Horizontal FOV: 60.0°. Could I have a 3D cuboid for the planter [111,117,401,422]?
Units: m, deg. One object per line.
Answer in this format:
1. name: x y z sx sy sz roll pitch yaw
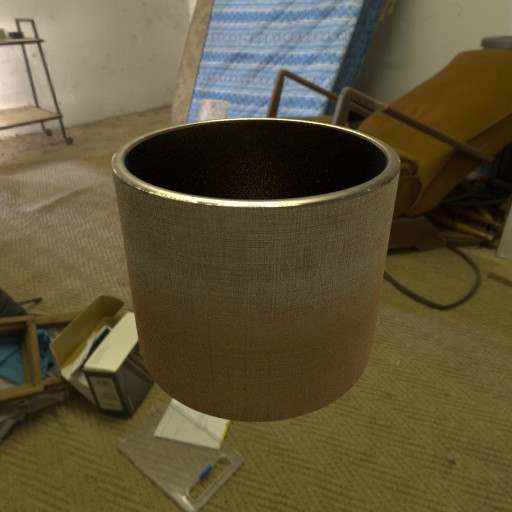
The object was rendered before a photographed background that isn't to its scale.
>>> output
1. planter: 0.000 0.000 0.450 0.254 0.221 0.254 0 30 0
